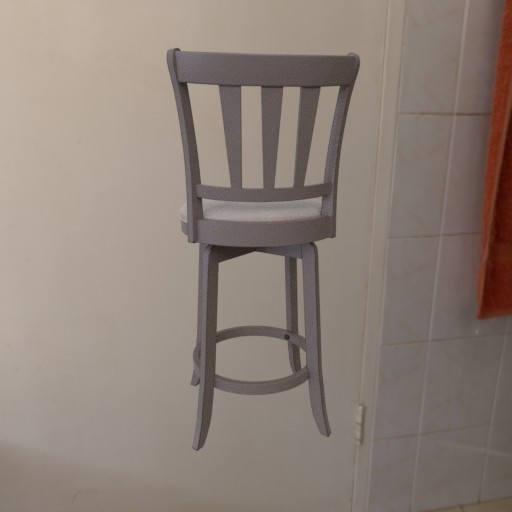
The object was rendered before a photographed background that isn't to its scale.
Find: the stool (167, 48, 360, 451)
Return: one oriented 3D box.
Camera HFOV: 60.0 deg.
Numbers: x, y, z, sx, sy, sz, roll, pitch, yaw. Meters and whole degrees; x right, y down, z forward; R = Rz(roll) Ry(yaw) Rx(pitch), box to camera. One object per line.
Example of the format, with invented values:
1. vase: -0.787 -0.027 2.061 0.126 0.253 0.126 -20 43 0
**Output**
1. stool: 0.000 0.000 1.260 0.436 1.023 0.475 -2 16 -9
